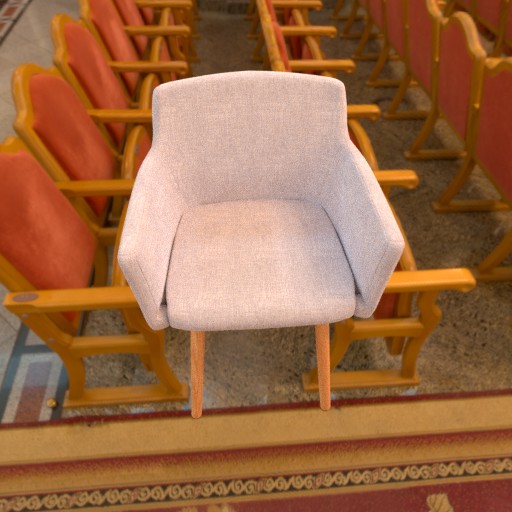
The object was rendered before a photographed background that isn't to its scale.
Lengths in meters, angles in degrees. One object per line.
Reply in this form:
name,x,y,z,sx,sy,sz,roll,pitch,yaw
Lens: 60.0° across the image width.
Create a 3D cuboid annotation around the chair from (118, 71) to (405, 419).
chair,0.000,0.000,1.187,0.570,0.780,0.540,-3,47,-3
